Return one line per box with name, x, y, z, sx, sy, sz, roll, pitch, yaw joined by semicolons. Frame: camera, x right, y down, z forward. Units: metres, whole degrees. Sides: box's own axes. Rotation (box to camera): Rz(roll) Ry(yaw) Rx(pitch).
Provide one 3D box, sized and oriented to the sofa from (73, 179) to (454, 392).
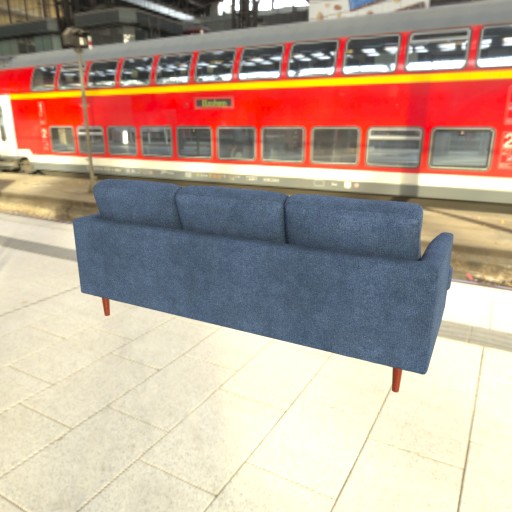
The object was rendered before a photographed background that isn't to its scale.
sofa;0.000;0.000;2.803;2.246;0.930;0.903;9;19;26
